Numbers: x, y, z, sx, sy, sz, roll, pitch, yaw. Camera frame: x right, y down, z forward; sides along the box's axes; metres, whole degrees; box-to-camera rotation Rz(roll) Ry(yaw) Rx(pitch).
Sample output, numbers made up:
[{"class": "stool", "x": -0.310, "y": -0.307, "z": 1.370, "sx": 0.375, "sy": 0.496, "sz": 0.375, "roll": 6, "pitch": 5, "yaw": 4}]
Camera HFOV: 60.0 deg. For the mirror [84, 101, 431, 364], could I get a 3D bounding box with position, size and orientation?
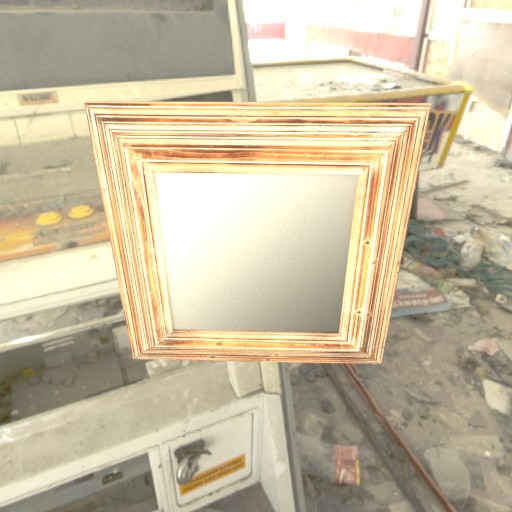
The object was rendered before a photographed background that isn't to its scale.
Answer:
[{"class": "mirror", "x": 0.000, "y": 0.000, "z": 1.220, "sx": 0.804, "sy": 0.804, "sz": 0.061, "roll": 1, "pitch": 30, "yaw": 1}]
